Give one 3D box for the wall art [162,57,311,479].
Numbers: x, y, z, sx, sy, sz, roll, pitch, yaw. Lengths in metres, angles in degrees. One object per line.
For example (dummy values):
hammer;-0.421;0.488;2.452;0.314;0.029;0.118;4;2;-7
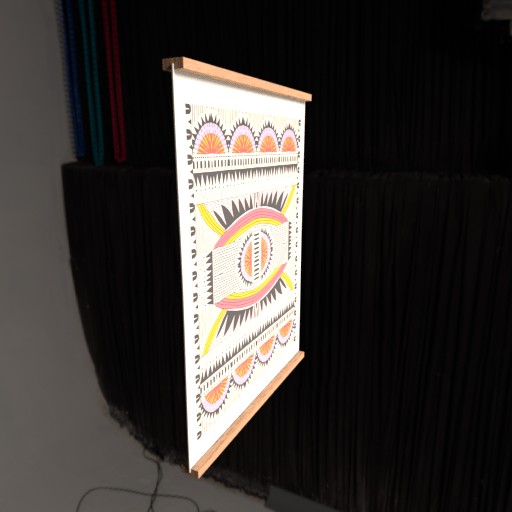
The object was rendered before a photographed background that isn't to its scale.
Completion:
wall art;0.000;0.000;0.713;0.028;0.527;0.403;7;16;26
